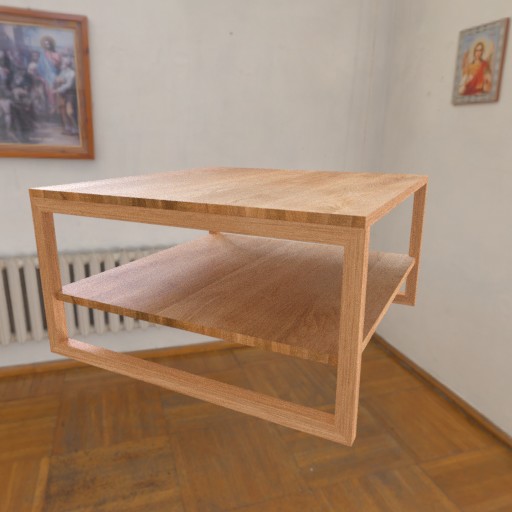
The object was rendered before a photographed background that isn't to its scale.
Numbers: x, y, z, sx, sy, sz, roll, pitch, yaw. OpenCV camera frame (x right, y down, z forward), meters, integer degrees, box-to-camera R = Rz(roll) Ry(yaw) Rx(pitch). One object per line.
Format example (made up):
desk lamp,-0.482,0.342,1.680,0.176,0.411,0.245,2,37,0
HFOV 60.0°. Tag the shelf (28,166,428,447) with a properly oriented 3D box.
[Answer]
shelf,0.000,0.000,1.429,0.899,0.480,0.899,8,17,26
